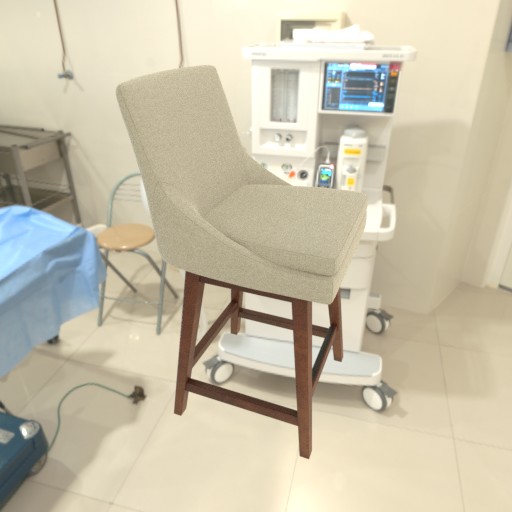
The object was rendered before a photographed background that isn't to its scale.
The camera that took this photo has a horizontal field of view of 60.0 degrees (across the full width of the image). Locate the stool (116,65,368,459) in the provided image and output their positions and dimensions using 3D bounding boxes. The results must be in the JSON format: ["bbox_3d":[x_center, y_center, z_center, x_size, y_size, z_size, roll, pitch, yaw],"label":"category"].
[{"bbox_3d":[0.000,0.000,1.305,0.559,0.991,0.469,11,31,19],"label":"stool"}]
